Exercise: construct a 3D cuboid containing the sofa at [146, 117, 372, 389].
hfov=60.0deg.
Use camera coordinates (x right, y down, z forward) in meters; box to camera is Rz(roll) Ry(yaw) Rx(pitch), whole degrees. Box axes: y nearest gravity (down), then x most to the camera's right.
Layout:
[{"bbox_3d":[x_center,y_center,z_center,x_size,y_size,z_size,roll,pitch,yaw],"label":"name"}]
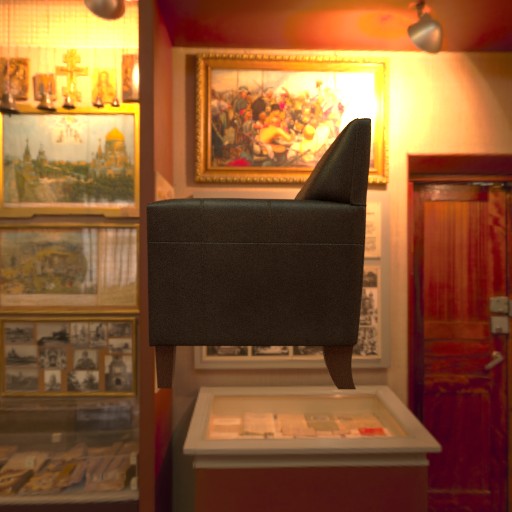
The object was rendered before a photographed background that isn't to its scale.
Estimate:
[{"bbox_3d":[0.000,0.000,2.512,0.805,0.947,2.053,0,0,0],"label":"sofa"}]
